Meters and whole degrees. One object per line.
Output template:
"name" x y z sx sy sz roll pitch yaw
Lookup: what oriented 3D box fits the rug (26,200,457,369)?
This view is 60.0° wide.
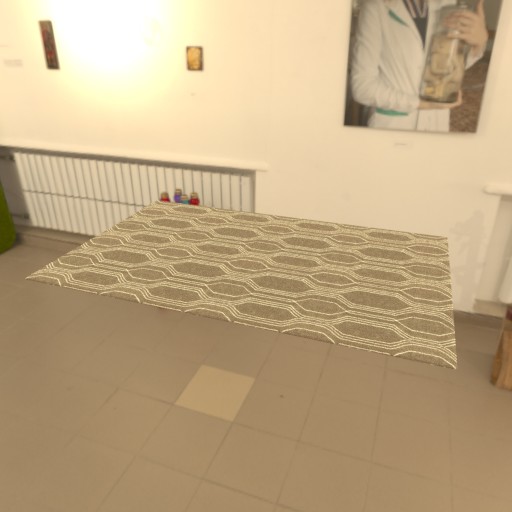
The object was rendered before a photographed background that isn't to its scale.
"rug" 0.000 0.000 2.995 2.457 0.012 1.541 9 28 18
